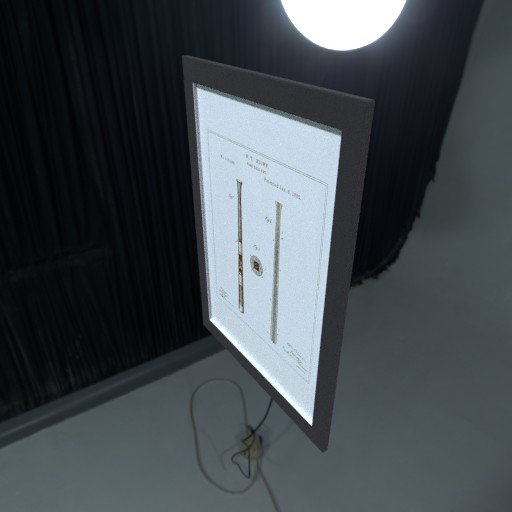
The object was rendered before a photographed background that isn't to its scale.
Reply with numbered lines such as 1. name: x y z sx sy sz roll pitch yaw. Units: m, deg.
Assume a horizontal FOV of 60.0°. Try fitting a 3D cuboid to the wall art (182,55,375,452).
1. wall art: 0.000 0.000 0.683 0.012 0.529 0.374 -20 37 -30
